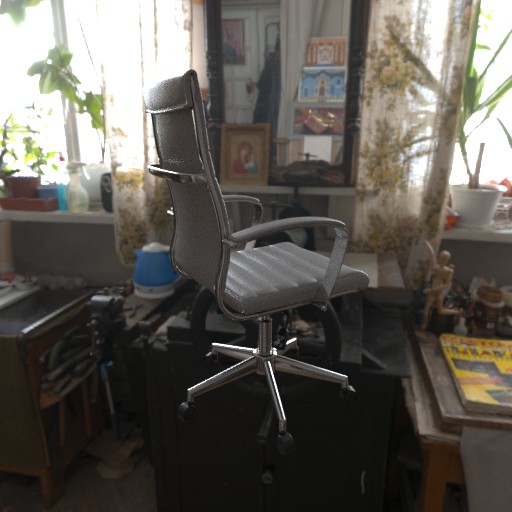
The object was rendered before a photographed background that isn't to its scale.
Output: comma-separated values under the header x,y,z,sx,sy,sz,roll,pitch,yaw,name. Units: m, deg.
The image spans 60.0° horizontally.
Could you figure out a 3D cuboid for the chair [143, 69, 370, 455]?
x,y,z,sx,sy,sz,roll,pitch,yaw,name
0.000,0.000,1.573,0.667,1.149,0.679,-8,18,-27,chair
